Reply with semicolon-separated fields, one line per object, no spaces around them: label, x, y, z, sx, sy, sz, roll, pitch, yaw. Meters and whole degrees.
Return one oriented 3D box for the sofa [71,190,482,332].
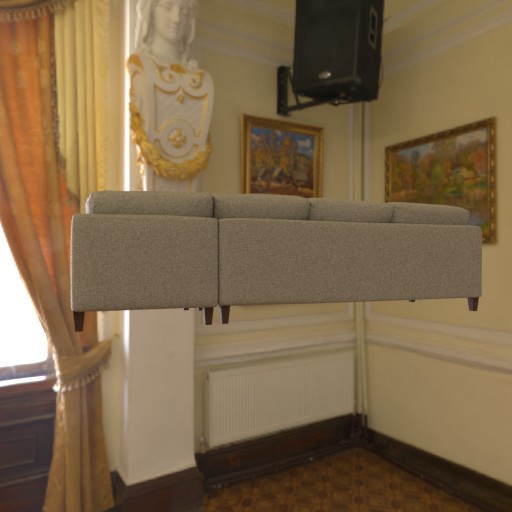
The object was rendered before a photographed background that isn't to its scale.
sofa;0.000;0.000;4.453;3.302;0.947;2.593;0;0;-19
